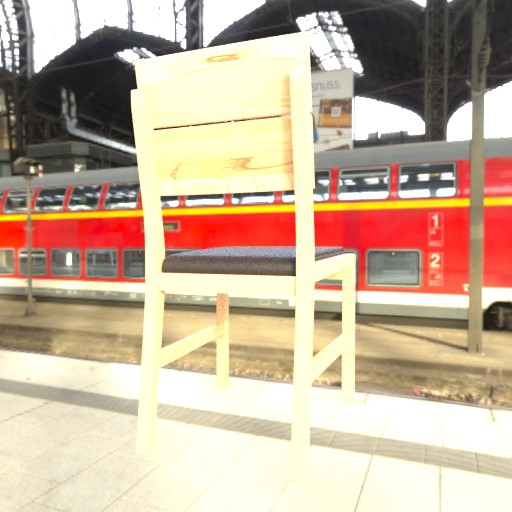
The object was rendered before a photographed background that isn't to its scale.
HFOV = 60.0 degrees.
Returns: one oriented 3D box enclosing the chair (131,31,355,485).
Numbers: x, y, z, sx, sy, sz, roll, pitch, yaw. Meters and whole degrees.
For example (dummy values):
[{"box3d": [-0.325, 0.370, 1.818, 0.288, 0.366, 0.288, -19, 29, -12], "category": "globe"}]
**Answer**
[{"box3d": [0.000, 0.000, 1.247, 0.475, 0.950, 0.560, 1, 2, 21], "category": "chair"}]
